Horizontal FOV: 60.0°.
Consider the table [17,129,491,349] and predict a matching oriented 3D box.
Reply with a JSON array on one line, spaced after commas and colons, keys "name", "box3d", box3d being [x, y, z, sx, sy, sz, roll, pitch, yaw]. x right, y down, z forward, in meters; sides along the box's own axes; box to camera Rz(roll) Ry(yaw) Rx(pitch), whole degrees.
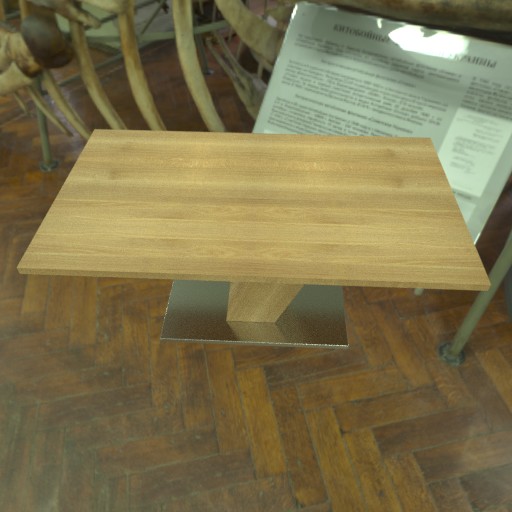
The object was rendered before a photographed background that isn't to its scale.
[{"name": "table", "box3d": [0.000, 0.000, 2.073, 1.600, 0.750, 0.900, 2, 47, 2]}]
